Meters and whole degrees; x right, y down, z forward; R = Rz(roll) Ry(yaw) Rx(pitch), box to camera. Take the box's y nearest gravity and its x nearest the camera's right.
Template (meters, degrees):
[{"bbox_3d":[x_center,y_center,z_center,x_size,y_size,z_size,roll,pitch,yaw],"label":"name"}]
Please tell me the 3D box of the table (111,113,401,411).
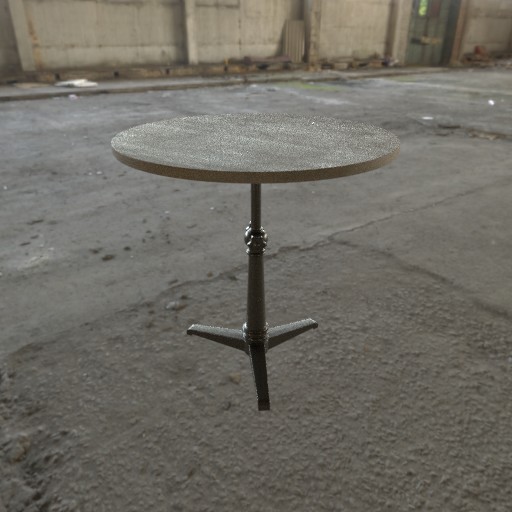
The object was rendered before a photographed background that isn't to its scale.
[{"bbox_3d":[0.000,0.000,1.448,0.800,0.780,0.800,0,26,0],"label":"table"}]
